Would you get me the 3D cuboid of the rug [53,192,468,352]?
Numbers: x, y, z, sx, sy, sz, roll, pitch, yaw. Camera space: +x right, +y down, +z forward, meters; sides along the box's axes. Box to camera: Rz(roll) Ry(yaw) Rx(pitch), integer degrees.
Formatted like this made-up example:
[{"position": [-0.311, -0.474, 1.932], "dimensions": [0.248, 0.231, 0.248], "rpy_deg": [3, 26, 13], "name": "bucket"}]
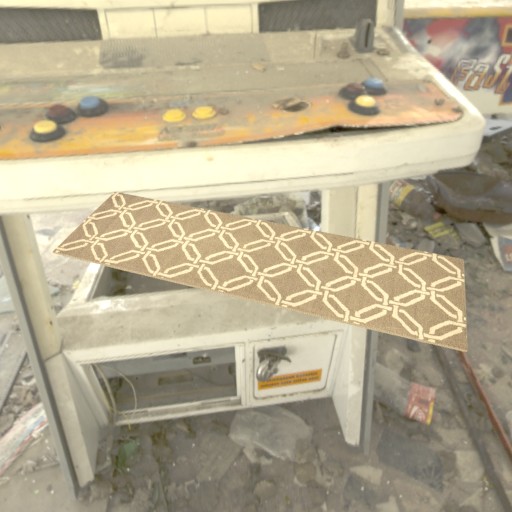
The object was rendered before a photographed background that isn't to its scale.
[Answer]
[{"position": [0.000, 0.000, 2.554], "dimensions": [2.276, 0.014, 0.678], "rpy_deg": [12, 42, 14], "name": "rug"}]
